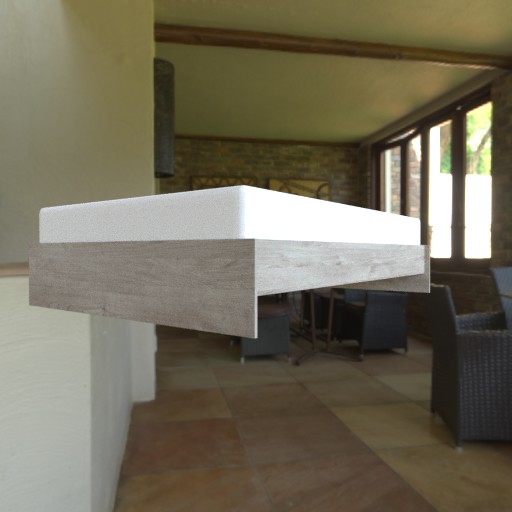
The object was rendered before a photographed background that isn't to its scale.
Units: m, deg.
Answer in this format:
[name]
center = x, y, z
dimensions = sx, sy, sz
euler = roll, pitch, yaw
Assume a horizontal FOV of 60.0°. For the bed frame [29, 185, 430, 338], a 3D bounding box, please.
[bed frame]
center = 0.000, 0.000, 2.612
dimensions = 1.445, 0.497, 1.945
euler = 0, 1, 37
